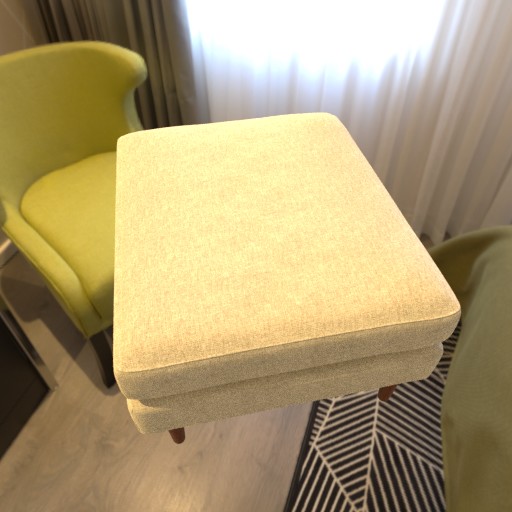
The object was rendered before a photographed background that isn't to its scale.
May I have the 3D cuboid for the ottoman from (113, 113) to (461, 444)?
[{"bbox_3d":[0.000,0.000,1.223,0.693,0.474,0.821,-9,47,-8],"label":"ottoman"}]
